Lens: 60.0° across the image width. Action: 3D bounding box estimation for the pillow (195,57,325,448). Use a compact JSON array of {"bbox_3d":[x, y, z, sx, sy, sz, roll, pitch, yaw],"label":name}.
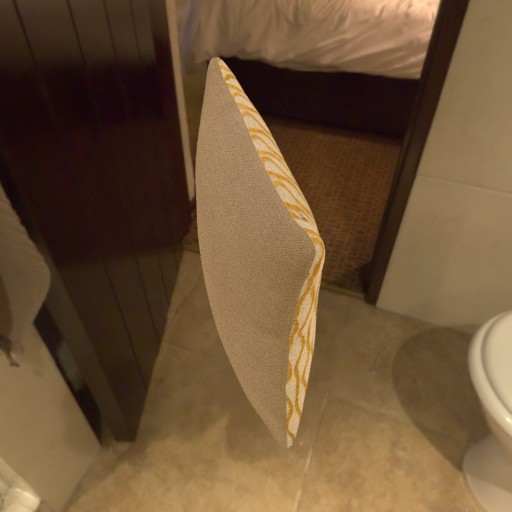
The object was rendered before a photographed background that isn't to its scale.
[{"bbox_3d":[0.000,0.000,0.667,0.159,0.436,0.429,-12,46,-11],"label":"pillow"}]
